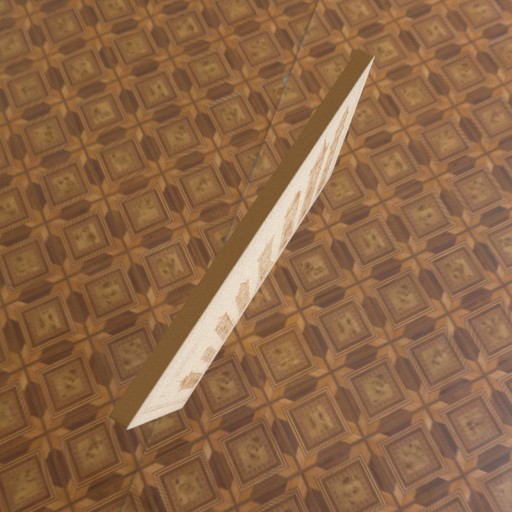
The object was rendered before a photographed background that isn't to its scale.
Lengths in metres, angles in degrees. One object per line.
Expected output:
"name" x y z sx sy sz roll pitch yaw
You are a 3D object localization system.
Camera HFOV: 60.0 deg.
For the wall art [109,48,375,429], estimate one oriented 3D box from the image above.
"wall art" 0.000 0.000 0.486 0.019 0.254 0.380 31 77 8
